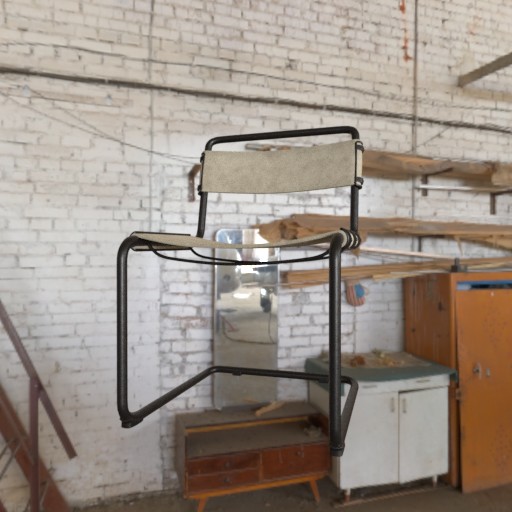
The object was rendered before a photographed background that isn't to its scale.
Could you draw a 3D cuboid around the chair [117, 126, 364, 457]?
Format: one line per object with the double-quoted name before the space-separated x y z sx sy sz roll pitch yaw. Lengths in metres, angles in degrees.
"chair" 0.000 0.000 1.103 0.499 0.747 0.497 0 0 17
